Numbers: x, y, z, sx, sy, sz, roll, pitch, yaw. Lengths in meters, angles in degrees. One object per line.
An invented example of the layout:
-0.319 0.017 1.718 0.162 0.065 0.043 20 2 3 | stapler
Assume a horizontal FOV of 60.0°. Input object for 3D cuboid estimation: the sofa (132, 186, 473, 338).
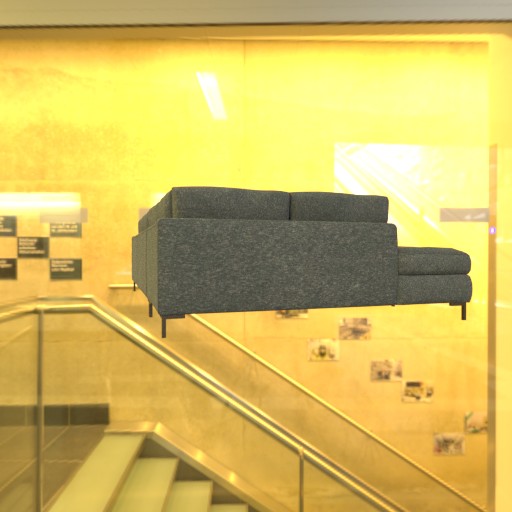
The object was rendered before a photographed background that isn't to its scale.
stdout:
0.000 0.000 3.931 2.007 0.815 2.949 0 1 -18 | sofa
